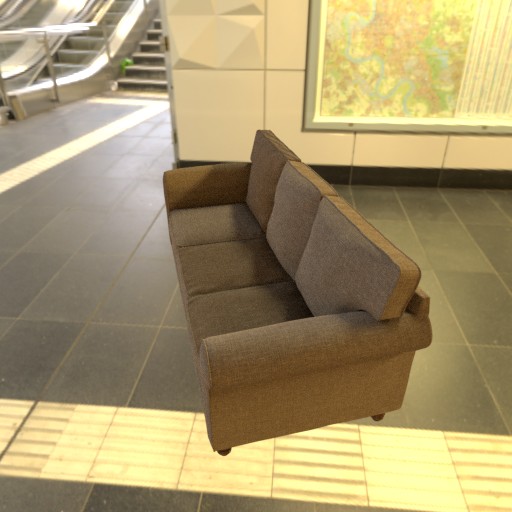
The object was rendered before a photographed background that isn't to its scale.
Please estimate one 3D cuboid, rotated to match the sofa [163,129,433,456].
[{"bbox_3d":[0.000,0.000,2.573,0.916,0.961,2.084,-7,31,-12],"label":"sofa"}]
